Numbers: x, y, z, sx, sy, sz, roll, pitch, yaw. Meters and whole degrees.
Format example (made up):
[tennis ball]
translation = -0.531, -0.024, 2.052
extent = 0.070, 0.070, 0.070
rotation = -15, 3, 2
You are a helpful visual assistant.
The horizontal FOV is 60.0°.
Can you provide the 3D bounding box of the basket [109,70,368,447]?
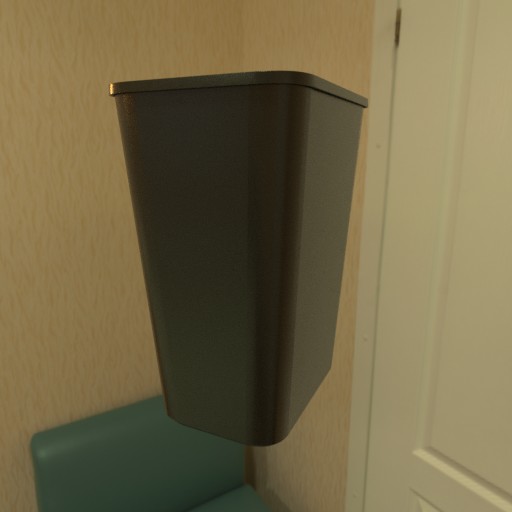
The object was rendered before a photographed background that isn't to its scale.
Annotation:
[basket]
translation = 0.000, 0.000, 0.753
extent = 0.287, 0.521, 0.394
rotation = 7, 15, 25
